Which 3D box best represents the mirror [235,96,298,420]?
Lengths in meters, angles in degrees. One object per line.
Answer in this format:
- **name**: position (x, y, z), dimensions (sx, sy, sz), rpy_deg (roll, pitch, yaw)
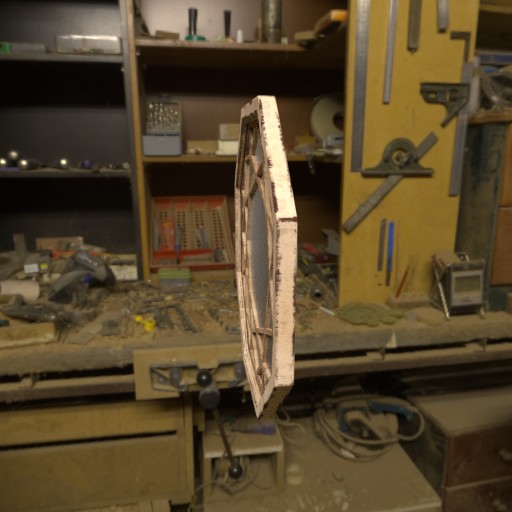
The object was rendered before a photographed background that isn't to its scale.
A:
- **mirror**: position (0.000, 0.000, 0.987), dimensions (0.031, 0.648, 0.648), rpy_deg (-2, 14, -8)
